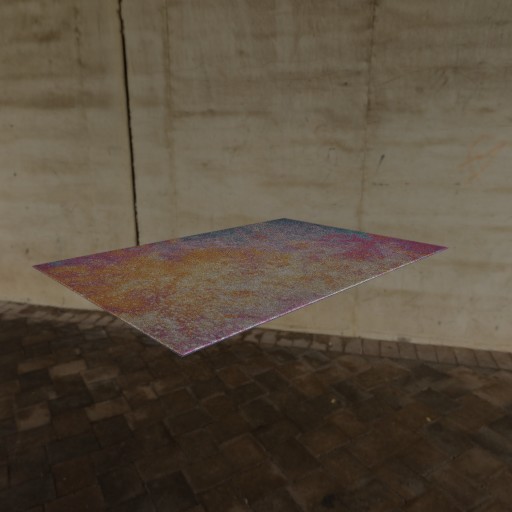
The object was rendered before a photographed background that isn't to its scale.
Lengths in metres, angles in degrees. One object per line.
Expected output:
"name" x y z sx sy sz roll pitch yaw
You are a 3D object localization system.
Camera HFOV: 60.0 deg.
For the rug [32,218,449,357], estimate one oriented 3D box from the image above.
"rug" 0.000 0.000 3.699 2.896 0.013 2.007 -14 21 -42
